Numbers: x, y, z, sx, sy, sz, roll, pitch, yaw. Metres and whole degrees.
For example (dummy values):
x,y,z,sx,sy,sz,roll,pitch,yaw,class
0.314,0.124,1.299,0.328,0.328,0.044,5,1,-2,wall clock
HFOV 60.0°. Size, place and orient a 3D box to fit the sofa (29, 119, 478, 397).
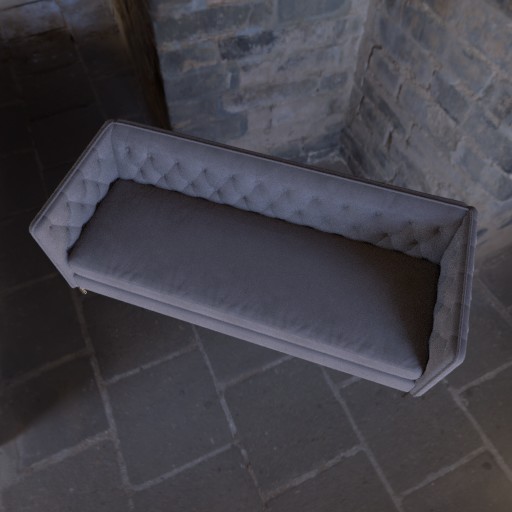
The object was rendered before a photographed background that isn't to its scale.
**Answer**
x,y,z,sx,sy,sz,roll,pitch,yaw,class
0.000,0.000,2.586,2.209,0.771,0.895,16,60,10,sofa
